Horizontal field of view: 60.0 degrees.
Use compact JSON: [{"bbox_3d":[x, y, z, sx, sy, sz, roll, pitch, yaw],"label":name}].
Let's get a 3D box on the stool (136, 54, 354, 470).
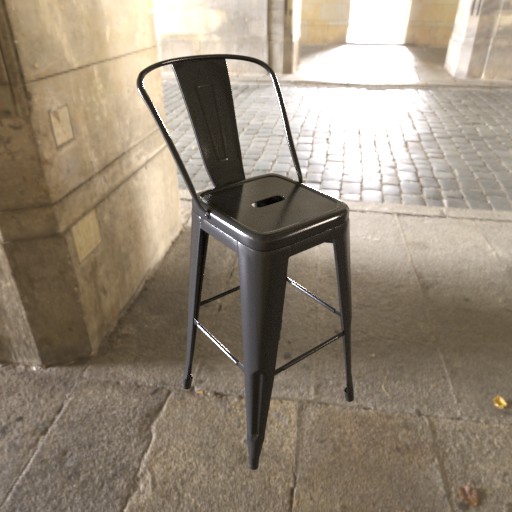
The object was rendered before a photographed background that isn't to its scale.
[{"bbox_3d":[0.000,0.000,1.282,0.432,1.022,0.528,-21,37,-32],"label":"stool"}]
